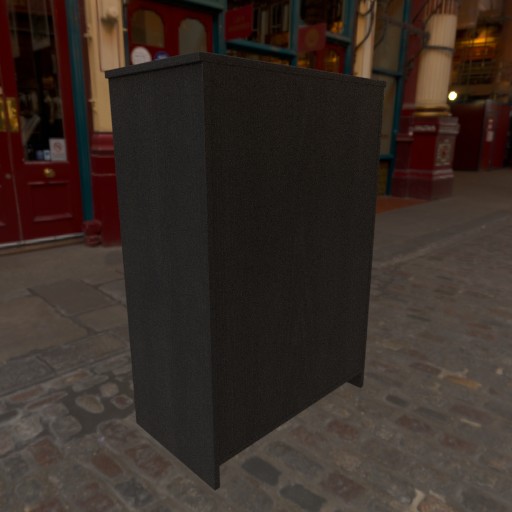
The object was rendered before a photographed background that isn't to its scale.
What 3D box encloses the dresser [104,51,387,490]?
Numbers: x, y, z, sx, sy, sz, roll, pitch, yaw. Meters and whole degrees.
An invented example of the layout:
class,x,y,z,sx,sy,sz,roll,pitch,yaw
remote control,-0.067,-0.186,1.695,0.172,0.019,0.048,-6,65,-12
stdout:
class,x,y,z,sx,sy,sz,roll,pitch,yaw
dresser,0.000,0.000,1.350,0.700,1.020,0.398,-15,21,-43
